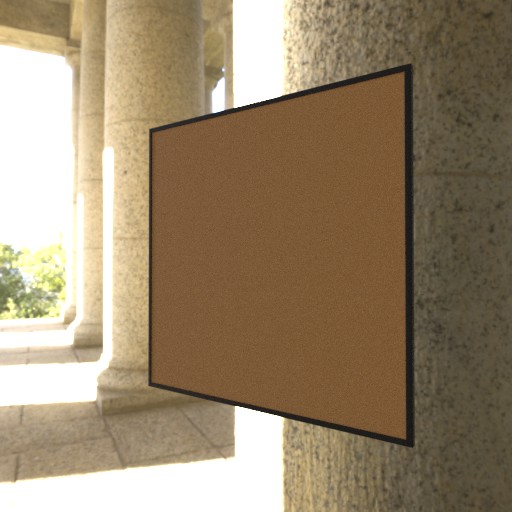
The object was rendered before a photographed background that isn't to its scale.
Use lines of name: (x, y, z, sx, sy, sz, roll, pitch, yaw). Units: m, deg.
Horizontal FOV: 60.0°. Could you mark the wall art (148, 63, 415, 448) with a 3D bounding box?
wall art: (0.000, 0.000, 0.959, 0.664, 0.663, 0.015, -1, -1, 35)
